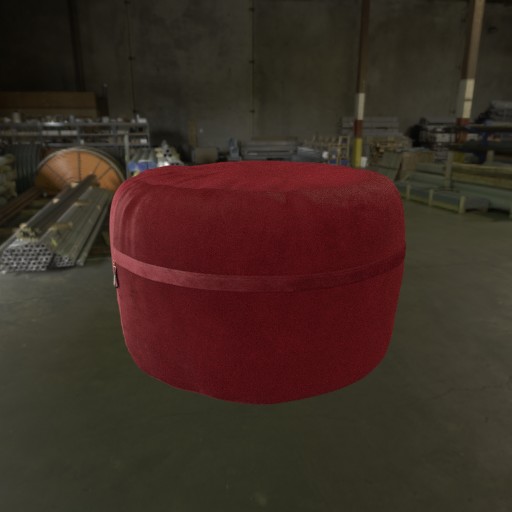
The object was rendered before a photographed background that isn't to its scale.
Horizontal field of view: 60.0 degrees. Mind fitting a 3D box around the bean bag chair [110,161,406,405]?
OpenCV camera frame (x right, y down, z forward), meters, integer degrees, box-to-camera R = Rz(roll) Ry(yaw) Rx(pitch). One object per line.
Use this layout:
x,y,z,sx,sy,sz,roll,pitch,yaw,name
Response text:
0.000,0.000,1.935,1.219,0.762,1.219,0,17,0,bean bag chair
